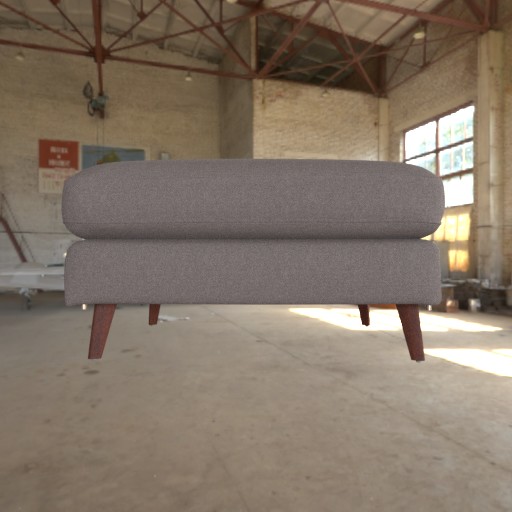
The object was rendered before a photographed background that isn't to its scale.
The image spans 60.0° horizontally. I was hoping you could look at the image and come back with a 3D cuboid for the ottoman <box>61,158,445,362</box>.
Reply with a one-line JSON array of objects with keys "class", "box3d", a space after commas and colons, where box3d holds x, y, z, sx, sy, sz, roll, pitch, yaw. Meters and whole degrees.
[{"class": "ottoman", "box3d": [0.000, 0.000, 1.180, 0.811, 0.449, 0.608, 0, 0, 1]}]
